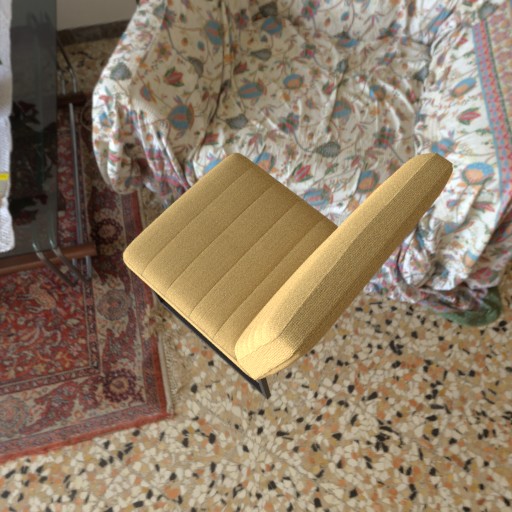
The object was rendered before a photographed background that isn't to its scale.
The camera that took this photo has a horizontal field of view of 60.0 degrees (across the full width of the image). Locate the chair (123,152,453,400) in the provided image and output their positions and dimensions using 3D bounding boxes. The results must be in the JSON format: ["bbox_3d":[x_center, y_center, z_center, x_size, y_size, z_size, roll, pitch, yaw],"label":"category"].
[{"bbox_3d":[0.000,0.000,1.285,0.634,0.930,0.520,38,71,16],"label":"chair"}]
